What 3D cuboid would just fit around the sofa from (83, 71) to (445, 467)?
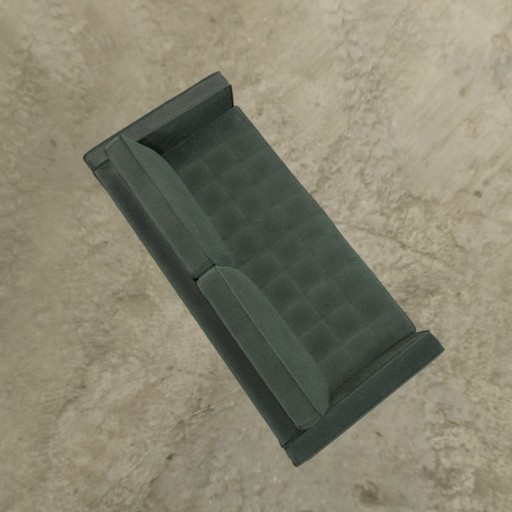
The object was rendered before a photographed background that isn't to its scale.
[{"bbox_3d":[0.000,0.000,2.295,0.886,0.781,1.816,-35,79,-8],"label":"sofa"}]
